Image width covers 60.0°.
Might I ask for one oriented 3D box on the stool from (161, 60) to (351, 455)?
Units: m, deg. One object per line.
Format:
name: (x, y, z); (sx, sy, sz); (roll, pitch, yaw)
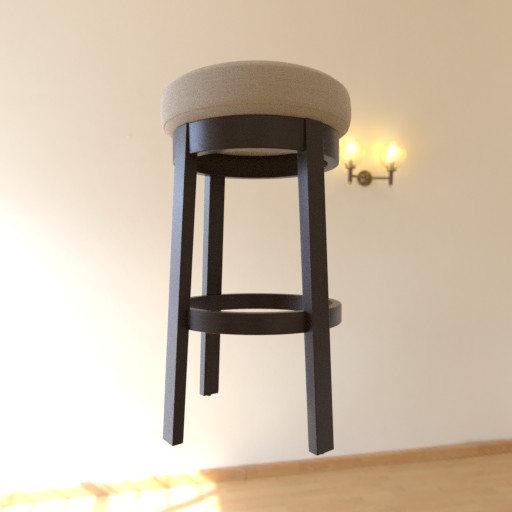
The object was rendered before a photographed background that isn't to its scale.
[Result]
stool: (0.000, 0.000, 1.021); (0.446, 0.758, 0.446); (0, 1, 0)
